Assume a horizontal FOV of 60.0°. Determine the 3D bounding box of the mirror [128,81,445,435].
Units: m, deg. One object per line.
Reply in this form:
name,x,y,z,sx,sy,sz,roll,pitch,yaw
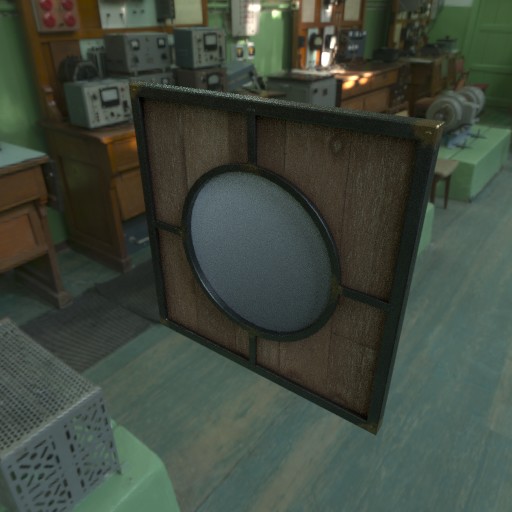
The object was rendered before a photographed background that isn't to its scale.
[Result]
mirror,0.000,0.000,0.560,0.382,0.381,0.020,20,35,30
